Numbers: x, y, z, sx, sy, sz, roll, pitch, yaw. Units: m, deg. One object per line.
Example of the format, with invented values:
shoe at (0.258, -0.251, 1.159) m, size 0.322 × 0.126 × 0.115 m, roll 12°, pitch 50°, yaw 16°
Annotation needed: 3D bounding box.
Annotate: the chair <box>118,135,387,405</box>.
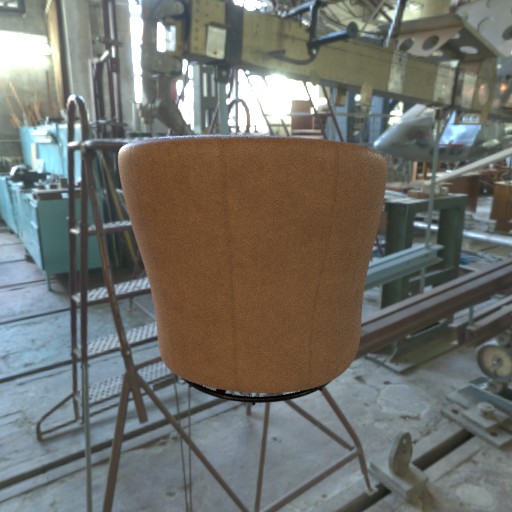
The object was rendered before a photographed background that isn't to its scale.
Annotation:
chair at (0.000, 0.000, 1.449) m, size 0.791 × 0.771 × 0.815 m, roll 3°, pitch 16°, yaw 10°
